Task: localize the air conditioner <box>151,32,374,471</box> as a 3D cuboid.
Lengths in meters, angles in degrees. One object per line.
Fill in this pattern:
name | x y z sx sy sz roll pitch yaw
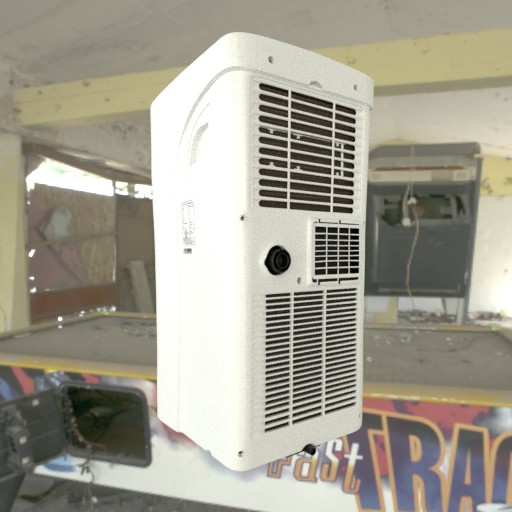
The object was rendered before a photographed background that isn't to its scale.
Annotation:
air conditioner | 0.000 0.000 0.917 0.352 0.716 0.369 0 1 -36
